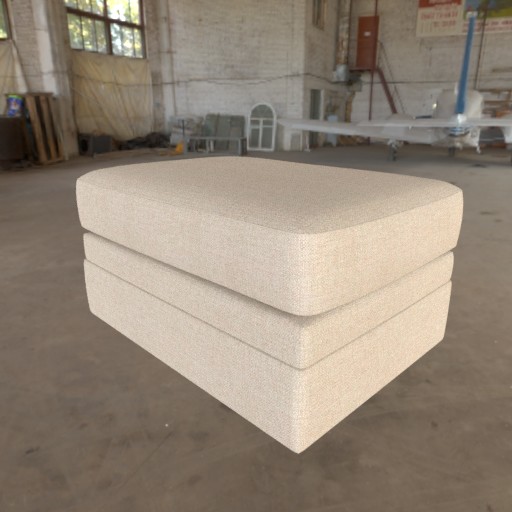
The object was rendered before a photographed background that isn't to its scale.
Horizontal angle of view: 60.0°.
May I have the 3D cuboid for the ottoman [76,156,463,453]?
[{"bbox_3d":[0.000,0.000,1.219,0.637,0.478,0.885,-17,25,-42],"label":"ottoman"}]
